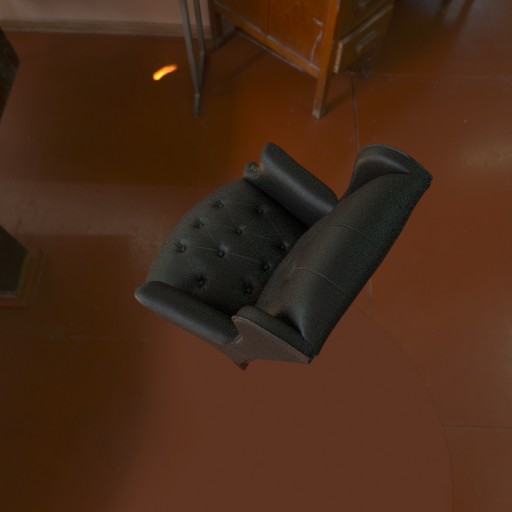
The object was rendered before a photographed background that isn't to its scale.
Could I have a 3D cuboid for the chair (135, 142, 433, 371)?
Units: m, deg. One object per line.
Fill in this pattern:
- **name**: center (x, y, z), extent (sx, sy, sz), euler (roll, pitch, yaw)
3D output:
- **chair**: center (0.000, 0.000, 1.716), extent (0.822, 1.133, 0.831), euler (33, 70, 14)
